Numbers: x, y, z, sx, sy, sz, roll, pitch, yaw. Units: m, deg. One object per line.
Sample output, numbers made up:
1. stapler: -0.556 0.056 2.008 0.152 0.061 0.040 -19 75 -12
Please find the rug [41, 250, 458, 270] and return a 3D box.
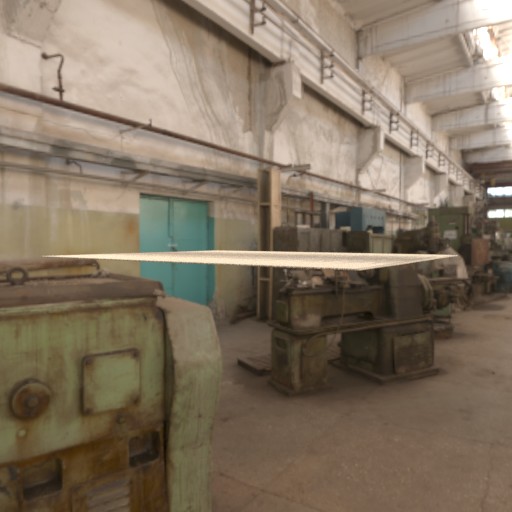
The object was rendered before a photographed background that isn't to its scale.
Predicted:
1. rug: 0.000 0.000 4.120 3.037 0.010 2.453 2 3 35
